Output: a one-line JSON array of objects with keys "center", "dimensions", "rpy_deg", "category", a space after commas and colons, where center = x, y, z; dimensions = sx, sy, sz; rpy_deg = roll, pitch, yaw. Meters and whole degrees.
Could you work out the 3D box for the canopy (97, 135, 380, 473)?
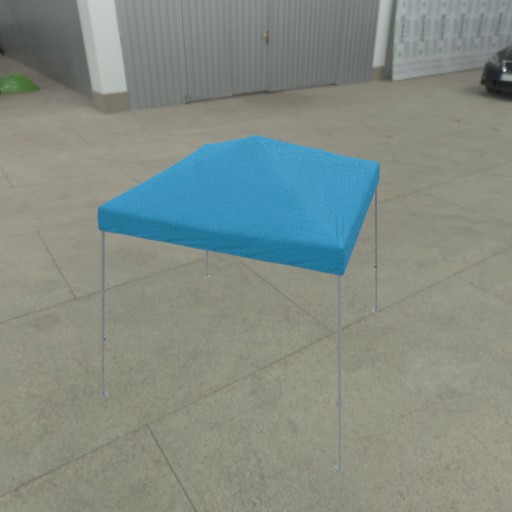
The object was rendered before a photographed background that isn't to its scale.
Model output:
[{"center": [0.000, 0.000, 6.633], "dimensions": [3.599, 3.600, 3.600], "rpy_deg": [10, 31, 18], "category": "canopy"}]
